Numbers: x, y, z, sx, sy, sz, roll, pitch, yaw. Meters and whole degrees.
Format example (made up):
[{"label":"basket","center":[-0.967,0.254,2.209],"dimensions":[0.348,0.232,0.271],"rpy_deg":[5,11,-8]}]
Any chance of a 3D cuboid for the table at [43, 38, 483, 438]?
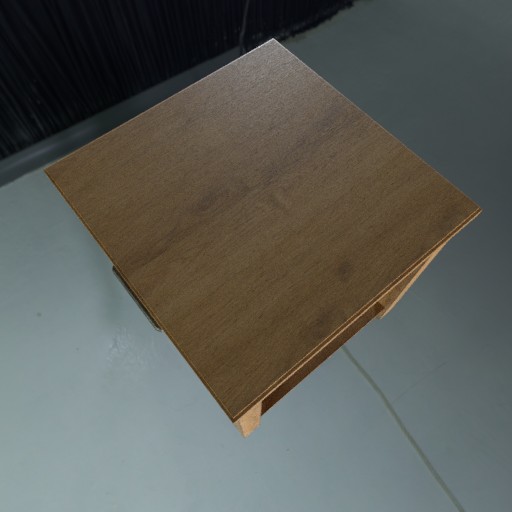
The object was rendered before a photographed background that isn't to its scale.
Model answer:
[{"label":"table","center":[0.000,0.000,1.124],"dimensions":[0.612,0.593,0.616],"rpy_deg":[-36,69,-16]}]
